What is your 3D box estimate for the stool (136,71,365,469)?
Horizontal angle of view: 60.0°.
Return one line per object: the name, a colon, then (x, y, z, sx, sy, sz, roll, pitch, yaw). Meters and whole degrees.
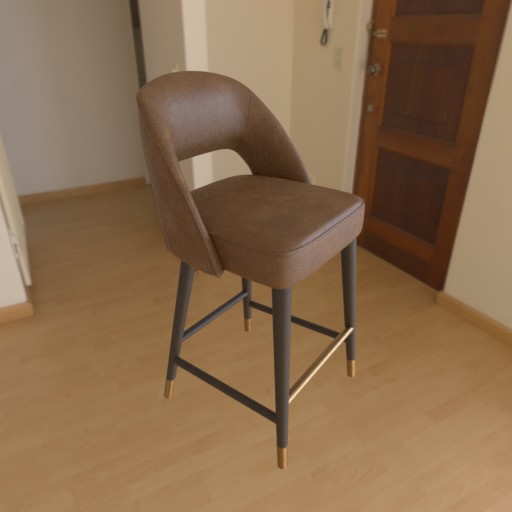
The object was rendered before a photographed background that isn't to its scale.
stool: (0.000, 0.000, 1.248, 0.509, 0.940, 0.494, 18, 32, 31)
